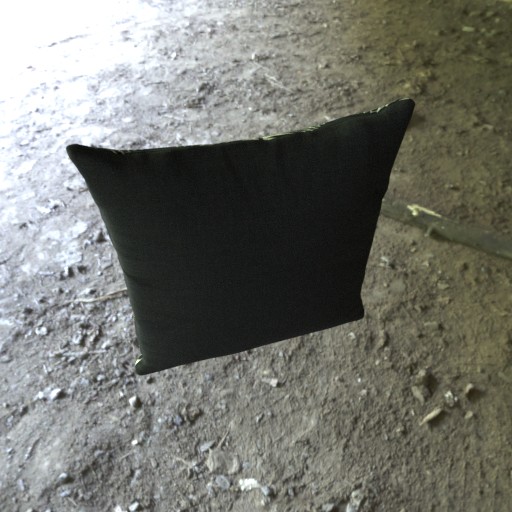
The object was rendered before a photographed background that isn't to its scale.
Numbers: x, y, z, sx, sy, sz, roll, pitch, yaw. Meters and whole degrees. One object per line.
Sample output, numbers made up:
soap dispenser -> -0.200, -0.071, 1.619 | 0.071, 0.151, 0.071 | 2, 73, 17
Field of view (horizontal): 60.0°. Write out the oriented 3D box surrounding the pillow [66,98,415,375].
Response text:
pillow -> 0.000, 0.000, 0.667 | 0.432, 0.432, 0.139 | -12, 44, -13
